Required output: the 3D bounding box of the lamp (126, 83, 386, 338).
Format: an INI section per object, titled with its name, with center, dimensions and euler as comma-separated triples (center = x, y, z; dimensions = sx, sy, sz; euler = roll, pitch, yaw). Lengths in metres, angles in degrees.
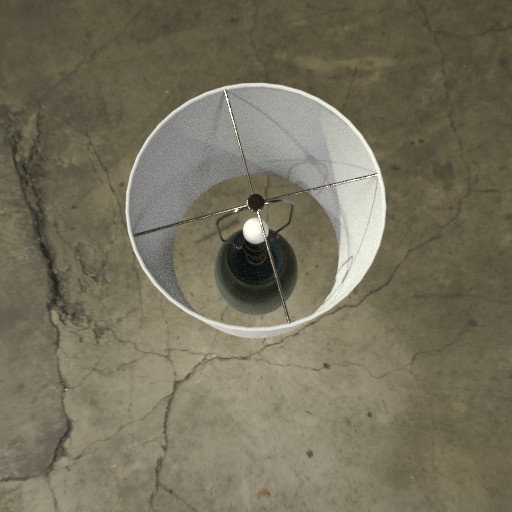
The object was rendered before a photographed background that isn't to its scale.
[lamp]
center = 0.000, 0.000, 0.590
dimensions = 0.217, 0.453, 0.217
euler = -14, 78, -3
